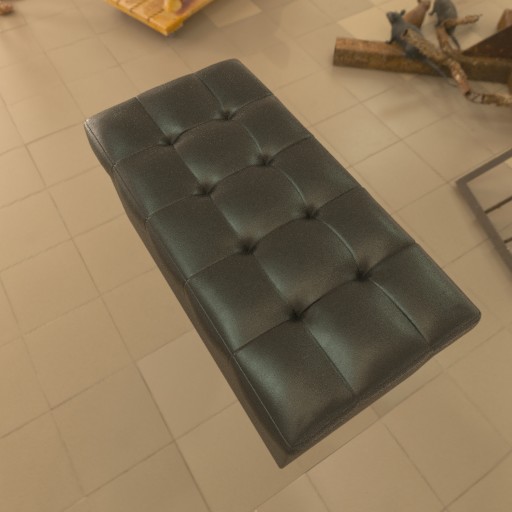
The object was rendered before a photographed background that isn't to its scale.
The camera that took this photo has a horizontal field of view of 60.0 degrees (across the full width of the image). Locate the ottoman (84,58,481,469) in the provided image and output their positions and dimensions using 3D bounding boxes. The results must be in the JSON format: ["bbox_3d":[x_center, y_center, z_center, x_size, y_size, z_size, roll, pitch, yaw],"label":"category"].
[{"bbox_3d":[0.000,0.000,1.062,0.432,0.470,0.838,-29,64,-16],"label":"ottoman"}]
